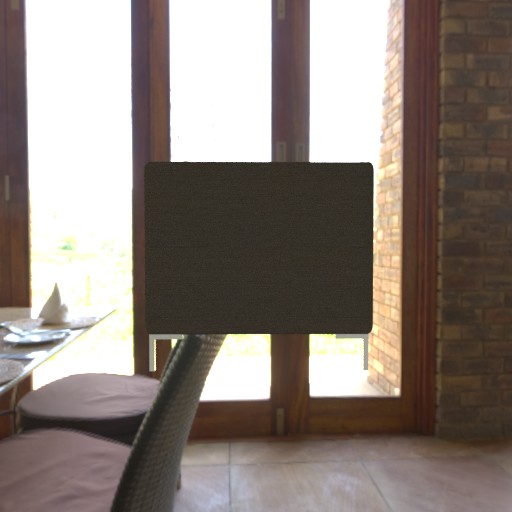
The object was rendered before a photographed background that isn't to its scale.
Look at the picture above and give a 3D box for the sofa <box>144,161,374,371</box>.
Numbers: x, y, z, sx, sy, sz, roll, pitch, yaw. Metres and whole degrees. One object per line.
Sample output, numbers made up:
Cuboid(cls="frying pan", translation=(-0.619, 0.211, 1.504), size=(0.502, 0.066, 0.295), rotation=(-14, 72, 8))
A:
Cuboid(cls="sofa", translation=(0.000, 0.000, 2.292), size=(0.686, 0.635, 1.981), rotation=(0, 1, -1))
